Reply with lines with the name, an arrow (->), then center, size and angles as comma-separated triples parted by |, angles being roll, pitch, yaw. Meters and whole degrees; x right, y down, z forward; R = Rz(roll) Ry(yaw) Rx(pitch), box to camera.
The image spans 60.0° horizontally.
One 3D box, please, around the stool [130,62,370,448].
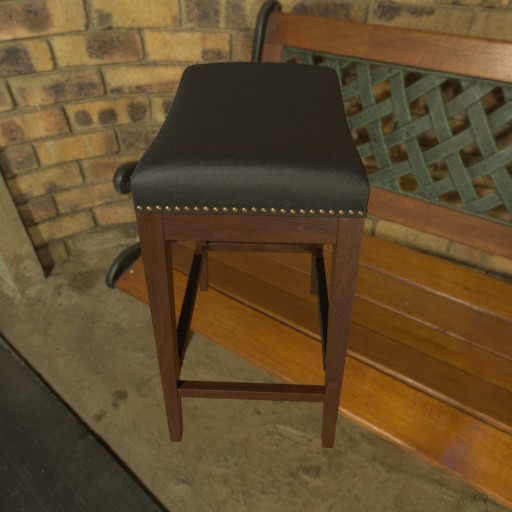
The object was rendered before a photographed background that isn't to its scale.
stool -> 0.000, 0.000, 0.934 | 0.353, 0.664, 0.490 | 2, 40, 2
